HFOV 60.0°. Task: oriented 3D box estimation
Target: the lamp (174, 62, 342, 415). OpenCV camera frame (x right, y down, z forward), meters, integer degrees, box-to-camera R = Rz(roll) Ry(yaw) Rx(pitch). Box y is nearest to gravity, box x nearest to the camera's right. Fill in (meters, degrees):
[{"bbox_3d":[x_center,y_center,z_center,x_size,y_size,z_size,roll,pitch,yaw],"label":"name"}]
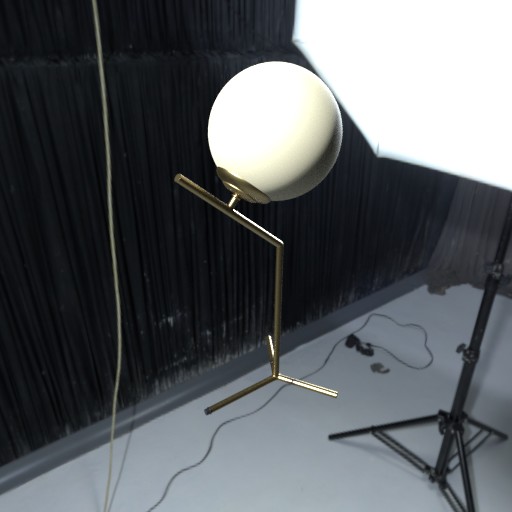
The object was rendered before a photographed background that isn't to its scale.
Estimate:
[{"bbox_3d":[0.000,0.000,0.690,0.251,0.552,0.210,-18,32,-31],"label":"lamp"}]
